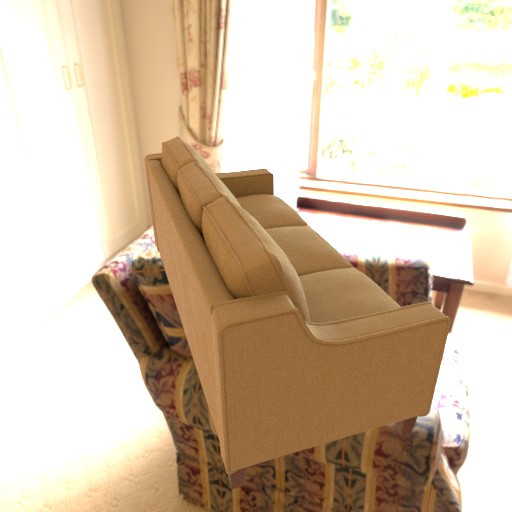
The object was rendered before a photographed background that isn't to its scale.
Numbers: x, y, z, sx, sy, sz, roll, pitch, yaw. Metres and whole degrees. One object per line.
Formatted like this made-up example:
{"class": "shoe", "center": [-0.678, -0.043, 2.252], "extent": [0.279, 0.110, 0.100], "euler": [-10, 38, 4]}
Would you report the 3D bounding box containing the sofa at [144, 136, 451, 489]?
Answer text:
{"class": "sofa", "center": [0.000, 0.000, 2.424], "extent": [0.911, 0.974, 1.986], "euler": [-9, 29, -16]}
